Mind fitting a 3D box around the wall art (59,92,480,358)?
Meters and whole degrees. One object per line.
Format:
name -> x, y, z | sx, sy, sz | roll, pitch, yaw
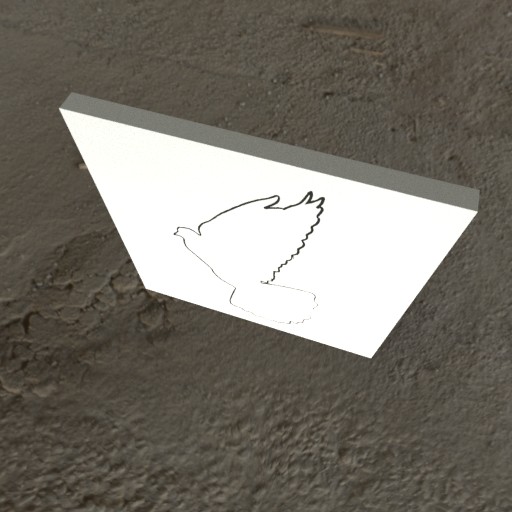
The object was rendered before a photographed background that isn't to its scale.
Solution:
wall art -> 0.000, 0.000, 0.887 | 0.610, 0.610, 0.038 | 16, 61, 9
